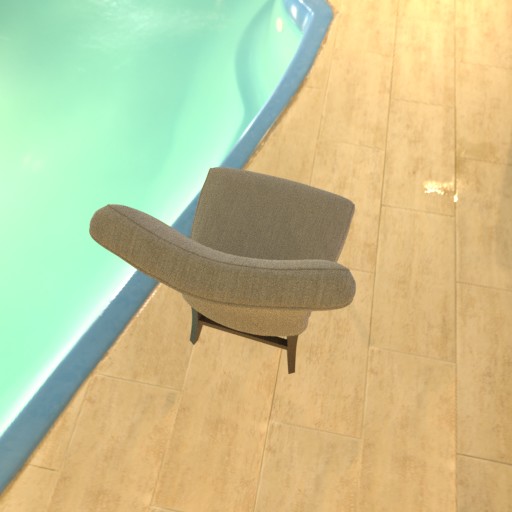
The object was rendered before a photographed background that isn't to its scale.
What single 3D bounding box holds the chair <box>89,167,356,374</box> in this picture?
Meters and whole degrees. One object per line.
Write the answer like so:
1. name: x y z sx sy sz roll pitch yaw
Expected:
1. chair: 0.000 0.000 1.349 0.520 0.991 0.660 15 64 8
